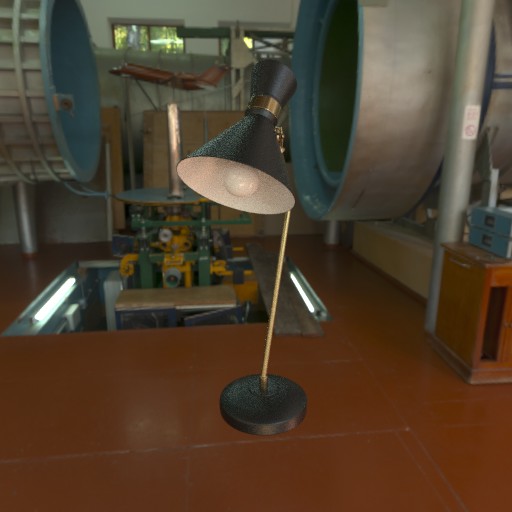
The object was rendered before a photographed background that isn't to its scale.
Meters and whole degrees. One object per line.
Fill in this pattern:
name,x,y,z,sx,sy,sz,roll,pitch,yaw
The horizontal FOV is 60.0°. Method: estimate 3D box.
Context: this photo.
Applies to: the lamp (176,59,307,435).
lamp,0.000,0.000,0.772,0.189,0.647,0.292,8,18,26
